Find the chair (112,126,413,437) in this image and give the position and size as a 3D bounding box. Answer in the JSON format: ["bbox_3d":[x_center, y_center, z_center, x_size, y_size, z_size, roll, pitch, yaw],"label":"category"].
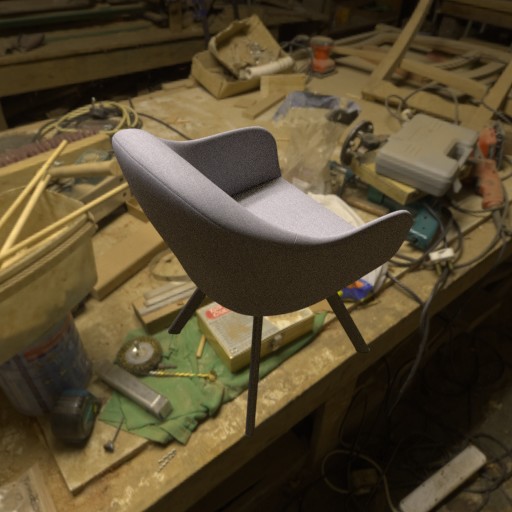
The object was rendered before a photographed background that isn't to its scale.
[{"bbox_3d":[0.000,0.000,1.167,0.570,0.780,0.540,-26,48,-27],"label":"chair"}]
